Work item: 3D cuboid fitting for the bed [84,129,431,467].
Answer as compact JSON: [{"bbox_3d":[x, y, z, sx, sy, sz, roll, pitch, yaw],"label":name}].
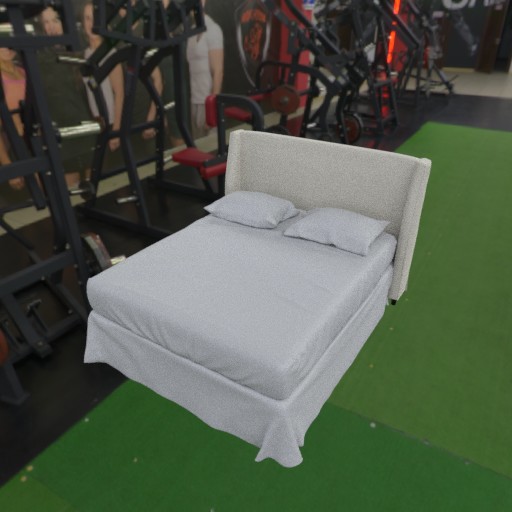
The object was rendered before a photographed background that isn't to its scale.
[{"bbox_3d":[0.000,0.000,3.487,1.925,1.332,2.276,18,34,28],"label":"bed"}]
